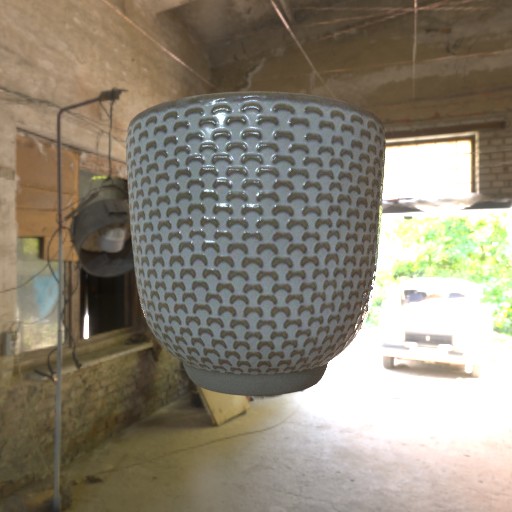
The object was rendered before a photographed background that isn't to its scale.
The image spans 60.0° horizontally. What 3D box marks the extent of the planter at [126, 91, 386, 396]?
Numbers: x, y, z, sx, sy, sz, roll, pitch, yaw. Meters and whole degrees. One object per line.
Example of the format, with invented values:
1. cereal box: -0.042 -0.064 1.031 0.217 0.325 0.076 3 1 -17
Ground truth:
1. planter: 0.000 0.000 0.350 0.197 0.191 0.197 0 0 0
